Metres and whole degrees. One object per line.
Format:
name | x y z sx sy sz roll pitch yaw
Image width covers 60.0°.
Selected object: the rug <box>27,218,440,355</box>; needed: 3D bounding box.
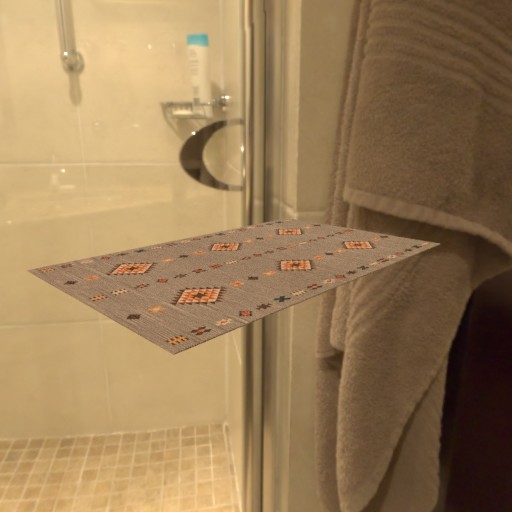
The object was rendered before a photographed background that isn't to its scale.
rug | 0.000 0.000 3.015 1.515 0.007 2.427 15 21 42
